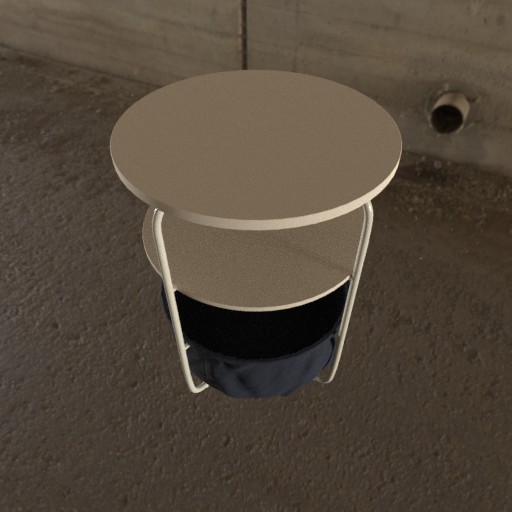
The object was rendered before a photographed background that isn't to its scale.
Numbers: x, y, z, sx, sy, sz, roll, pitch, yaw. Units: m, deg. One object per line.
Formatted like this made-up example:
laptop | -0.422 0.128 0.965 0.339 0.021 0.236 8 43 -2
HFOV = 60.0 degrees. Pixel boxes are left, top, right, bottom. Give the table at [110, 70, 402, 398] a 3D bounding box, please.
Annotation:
table | 0.000 0.000 0.840 0.418 0.532 0.418 -3 45 -3
